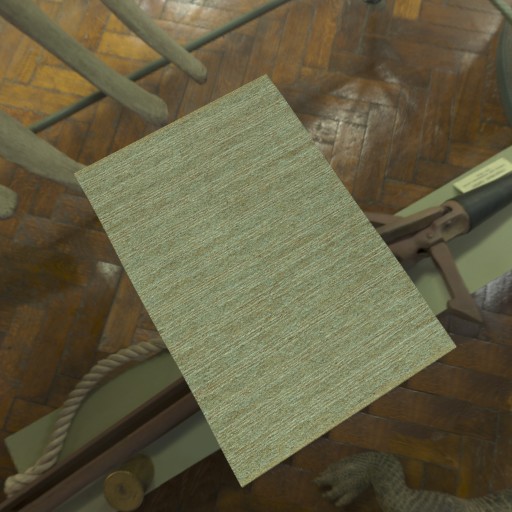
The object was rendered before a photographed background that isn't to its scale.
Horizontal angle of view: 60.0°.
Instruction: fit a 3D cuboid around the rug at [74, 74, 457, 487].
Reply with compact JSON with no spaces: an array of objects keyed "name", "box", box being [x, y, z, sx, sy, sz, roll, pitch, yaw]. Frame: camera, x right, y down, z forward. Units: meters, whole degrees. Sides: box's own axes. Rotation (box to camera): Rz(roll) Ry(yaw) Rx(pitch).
[{"name":"rug","box":[0.000,0.000,2.314,1.240,0.010,1.824,-30,77,-7]}]
